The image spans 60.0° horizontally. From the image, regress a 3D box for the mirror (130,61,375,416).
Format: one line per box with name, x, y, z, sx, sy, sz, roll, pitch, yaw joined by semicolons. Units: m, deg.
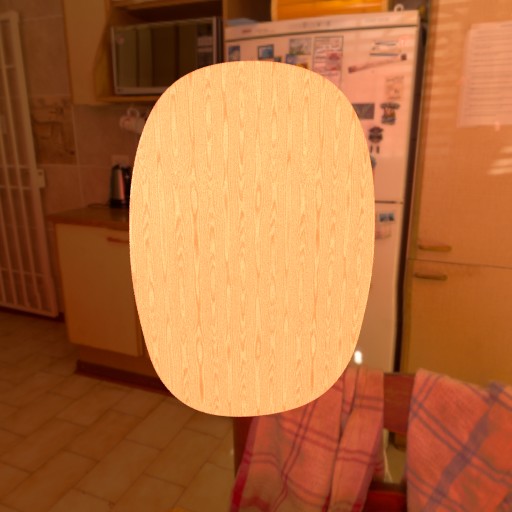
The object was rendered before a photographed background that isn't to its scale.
mirror;0.000;0.000;1.325;0.724;1.075;0.037;-2;16;-8
